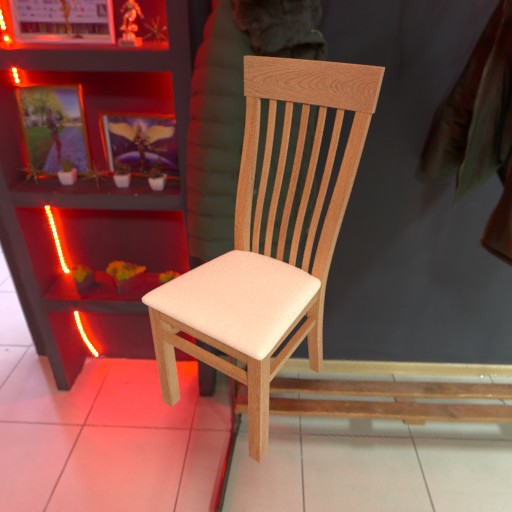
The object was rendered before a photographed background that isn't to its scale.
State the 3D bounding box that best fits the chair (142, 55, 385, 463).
[{"bbox_3d":[0.000,0.000,1.358,0.450,1.050,0.580,20,36,30],"label":"chair"}]
